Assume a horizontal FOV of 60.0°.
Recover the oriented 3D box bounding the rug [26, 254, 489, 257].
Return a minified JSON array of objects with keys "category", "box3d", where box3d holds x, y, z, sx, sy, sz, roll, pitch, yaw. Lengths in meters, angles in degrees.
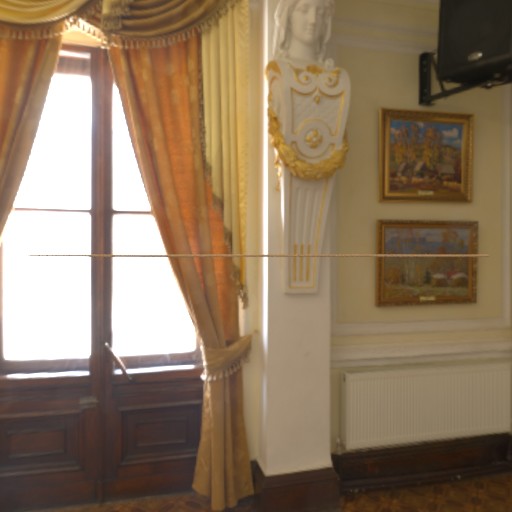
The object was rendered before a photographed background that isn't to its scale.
[{"category":"rug","box3d":[0.000,0.000,3.905,2.895,0.018,2.288,0,0,-1]}]
